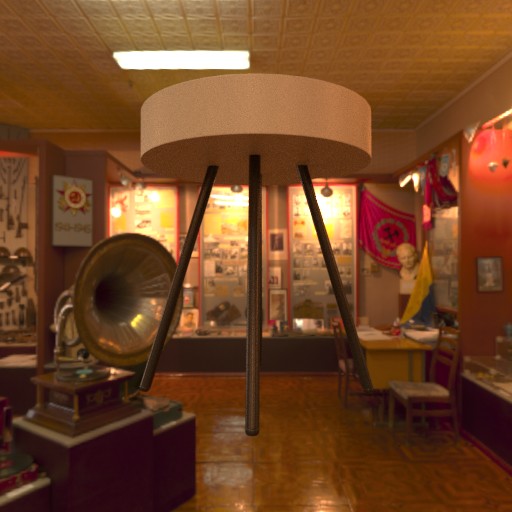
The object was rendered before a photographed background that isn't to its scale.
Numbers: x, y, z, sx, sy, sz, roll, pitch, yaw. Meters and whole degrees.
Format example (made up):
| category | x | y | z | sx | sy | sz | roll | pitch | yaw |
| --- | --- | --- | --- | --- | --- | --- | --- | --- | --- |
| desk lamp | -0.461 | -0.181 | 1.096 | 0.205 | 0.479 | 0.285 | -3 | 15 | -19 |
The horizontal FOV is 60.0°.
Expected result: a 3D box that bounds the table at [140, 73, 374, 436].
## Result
| category | x | y | z | sx | sy | sz | roll | pitch | yaw |
| --- | --- | --- | --- | --- | --- | --- | --- | --- | --- |
| table | 0.000 | 0.000 | 0.857 | 0.450 | 0.525 | 0.450 | 0 | -1 | 0 |
